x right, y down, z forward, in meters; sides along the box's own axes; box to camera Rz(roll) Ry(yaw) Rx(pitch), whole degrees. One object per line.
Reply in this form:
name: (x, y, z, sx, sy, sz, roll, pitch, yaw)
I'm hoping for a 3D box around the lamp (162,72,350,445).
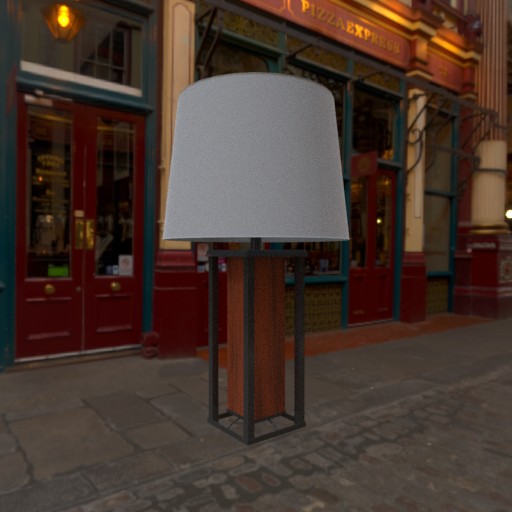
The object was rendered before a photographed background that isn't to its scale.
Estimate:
lamp: (0.000, 0.000, 0.775, 0.320, 0.591, 0.320, 0, 1, 0)
